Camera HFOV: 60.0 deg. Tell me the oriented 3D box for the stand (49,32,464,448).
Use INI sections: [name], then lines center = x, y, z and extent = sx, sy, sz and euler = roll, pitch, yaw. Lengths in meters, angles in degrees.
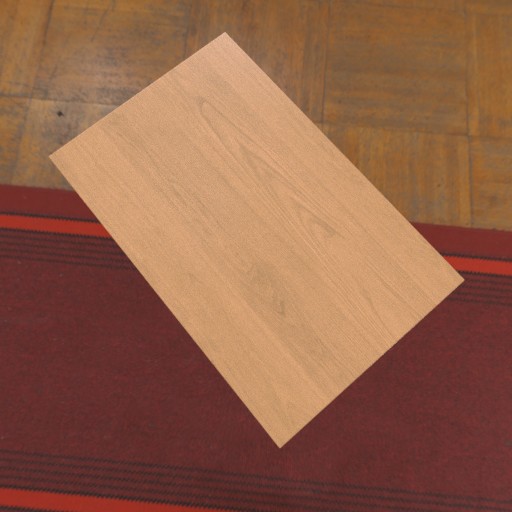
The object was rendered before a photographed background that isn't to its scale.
[stand]
center = 0.000, 0.000, 0.996
extent = 0.400, 0.600, 0.630
euler = -39, 79, -9
